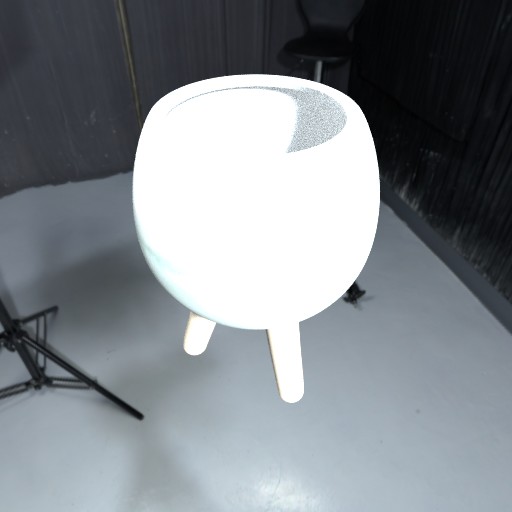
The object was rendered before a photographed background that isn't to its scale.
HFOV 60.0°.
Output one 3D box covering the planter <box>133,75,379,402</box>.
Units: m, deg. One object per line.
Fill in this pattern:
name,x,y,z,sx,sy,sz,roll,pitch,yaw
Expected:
planter,0.000,0.000,0.331,0.161,0.224,0.161,0,41,0
